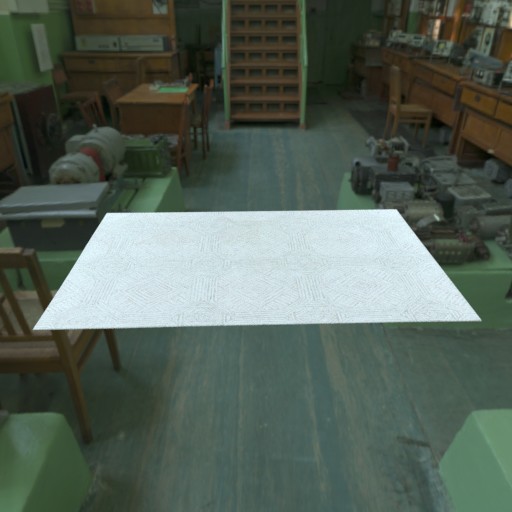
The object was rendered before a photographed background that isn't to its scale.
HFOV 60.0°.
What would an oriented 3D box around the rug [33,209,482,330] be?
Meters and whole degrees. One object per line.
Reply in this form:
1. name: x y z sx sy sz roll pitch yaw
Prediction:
1. rug: 0.000 0.000 3.068 2.440 0.008 1.524 -1 30 -2
